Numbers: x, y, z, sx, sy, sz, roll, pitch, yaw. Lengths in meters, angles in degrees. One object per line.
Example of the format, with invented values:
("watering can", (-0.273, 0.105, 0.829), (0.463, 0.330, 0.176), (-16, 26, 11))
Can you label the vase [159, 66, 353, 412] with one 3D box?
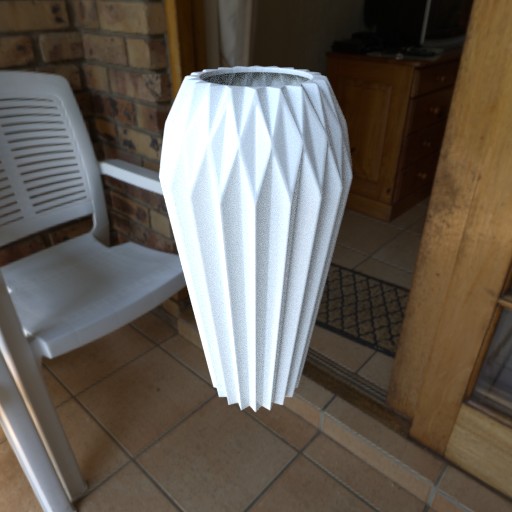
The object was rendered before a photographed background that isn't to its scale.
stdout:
("vase", (0.000, 0.000, 0.345), (0.133, 0.263, 0.133), (0, 31, 0))
